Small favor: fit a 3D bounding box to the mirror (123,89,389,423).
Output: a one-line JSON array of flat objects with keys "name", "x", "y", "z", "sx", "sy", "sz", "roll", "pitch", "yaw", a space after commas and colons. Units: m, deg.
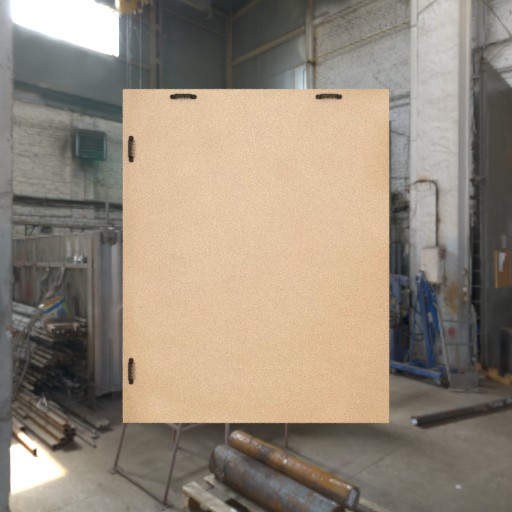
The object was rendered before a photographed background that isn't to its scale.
[{"name": "mirror", "x": 0.000, "y": 0.000, "z": 0.689, "sx": 0.405, "sy": 0.508, "sz": 0.041, "roll": 0, "pitch": 0, "yaw": 0}]
